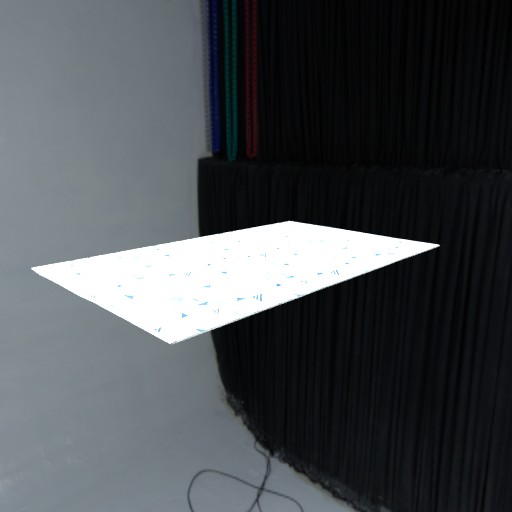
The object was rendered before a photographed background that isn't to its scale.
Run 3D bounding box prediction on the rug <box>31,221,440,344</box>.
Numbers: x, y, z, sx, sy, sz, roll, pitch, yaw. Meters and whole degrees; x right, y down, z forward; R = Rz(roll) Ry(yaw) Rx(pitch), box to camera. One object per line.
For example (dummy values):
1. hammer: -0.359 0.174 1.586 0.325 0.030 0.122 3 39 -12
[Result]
1. rug: 0.000 0.000 3.064 2.457 0.009 1.512 -14 20 -43
